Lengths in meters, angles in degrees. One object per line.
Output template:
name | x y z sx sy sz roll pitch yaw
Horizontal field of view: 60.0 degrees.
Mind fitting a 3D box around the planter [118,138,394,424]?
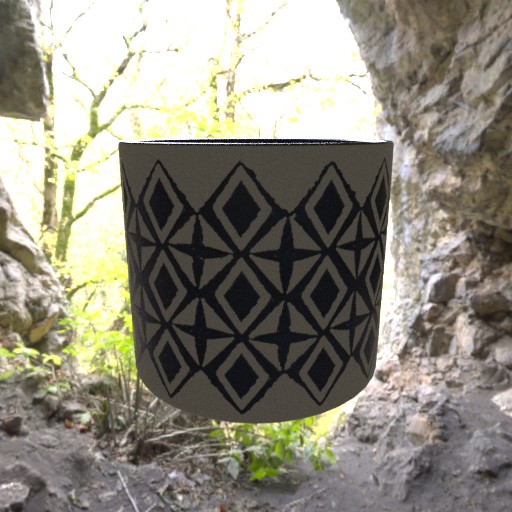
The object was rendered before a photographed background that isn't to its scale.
planter | 0.000 0.000 0.325 0.182 0.165 0.182 0 16 0
